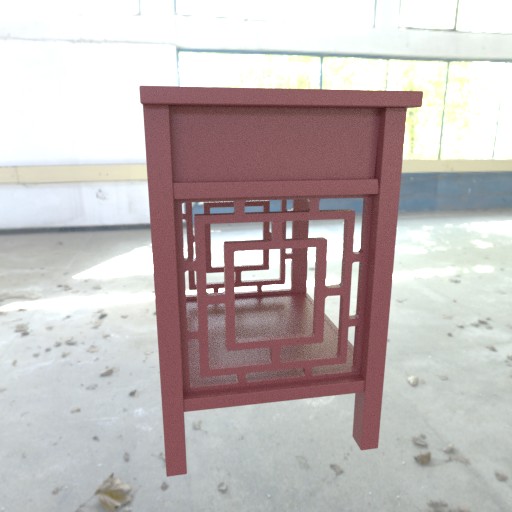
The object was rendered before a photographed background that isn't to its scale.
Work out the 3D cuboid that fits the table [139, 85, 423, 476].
[{"bbox_3d":[0.000,0.000,1.045,0.451,0.686,0.599,-3,16,-10],"label":"table"}]
